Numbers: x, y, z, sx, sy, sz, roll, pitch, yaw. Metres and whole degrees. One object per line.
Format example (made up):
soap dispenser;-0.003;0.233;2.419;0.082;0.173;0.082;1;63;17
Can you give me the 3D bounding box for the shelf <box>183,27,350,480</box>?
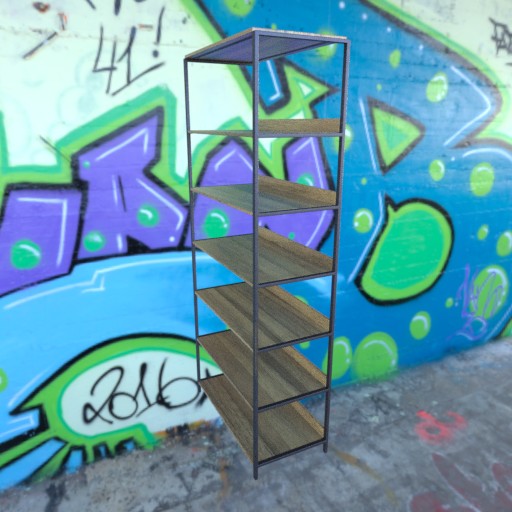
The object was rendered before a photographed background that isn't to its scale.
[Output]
shelf;0.000;0.000;2.339;0.431;2.015;0.847;-8;19;-25
